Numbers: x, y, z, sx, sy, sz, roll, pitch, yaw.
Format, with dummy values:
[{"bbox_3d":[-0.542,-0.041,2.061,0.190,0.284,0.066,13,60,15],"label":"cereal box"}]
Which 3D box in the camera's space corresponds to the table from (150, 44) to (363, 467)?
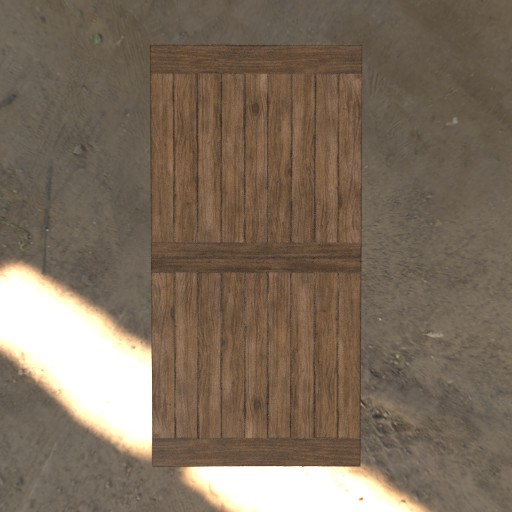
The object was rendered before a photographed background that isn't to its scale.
[{"bbox_3d":[0.000,0.000,2.338,0.931,0.757,1.867,0,91,0],"label":"table"}]
